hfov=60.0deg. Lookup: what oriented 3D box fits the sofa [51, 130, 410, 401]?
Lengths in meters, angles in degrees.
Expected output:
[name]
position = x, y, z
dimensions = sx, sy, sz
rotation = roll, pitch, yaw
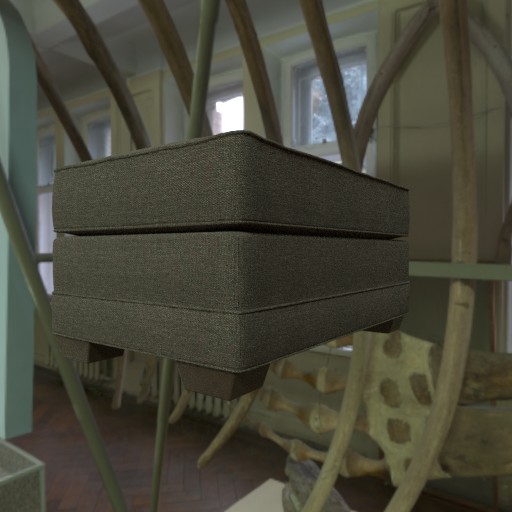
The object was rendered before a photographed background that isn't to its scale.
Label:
[sofa]
position = 0.000, 0.000, 1.191
dimensions = 0.578, 0.457, 0.854
rotation = 1, 1, 37
